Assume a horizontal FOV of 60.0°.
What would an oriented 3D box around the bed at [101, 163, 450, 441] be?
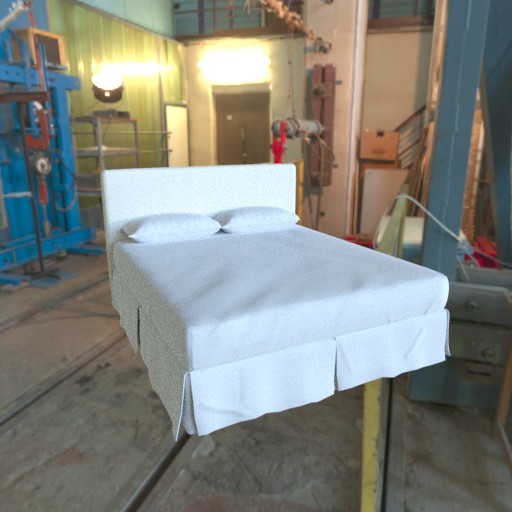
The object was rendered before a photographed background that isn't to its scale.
[{"bbox_3d":[0.000,0.000,3.645,2.119,1.317,2.341,-8,17,-26],"label":"bed"}]
